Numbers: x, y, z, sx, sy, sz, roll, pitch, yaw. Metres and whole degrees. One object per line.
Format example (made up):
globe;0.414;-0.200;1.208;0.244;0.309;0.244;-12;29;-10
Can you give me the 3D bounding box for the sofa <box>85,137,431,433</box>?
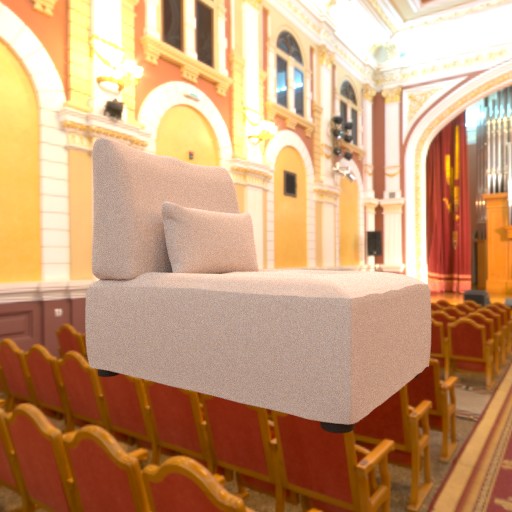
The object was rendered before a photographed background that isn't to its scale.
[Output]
sofa;0.000;0.000;1.543;1.000;0.820;0.700;0;0;35
